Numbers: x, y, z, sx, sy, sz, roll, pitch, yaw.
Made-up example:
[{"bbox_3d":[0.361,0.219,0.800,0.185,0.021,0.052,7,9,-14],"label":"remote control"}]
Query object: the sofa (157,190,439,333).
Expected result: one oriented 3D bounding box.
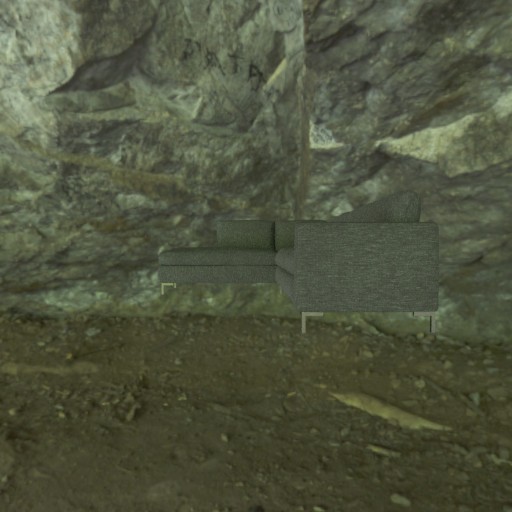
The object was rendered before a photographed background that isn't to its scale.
[{"bbox_3d":[0.000,0.000,3.883,2.007,0.815,2.949,0,1,-1],"label":"sofa"}]
